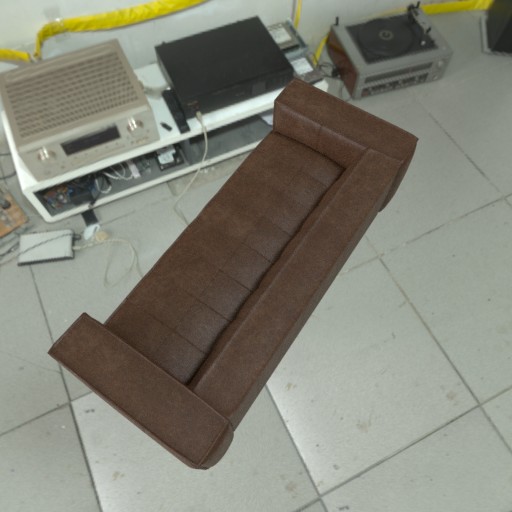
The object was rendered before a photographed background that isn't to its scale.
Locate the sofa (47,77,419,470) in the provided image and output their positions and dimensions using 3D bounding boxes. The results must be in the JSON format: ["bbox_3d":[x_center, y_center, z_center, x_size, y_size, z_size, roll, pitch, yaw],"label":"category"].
[{"bbox_3d":[0.000,0.000,3.050,1.102,0.701,2.581,32,68,15],"label":"sofa"}]
